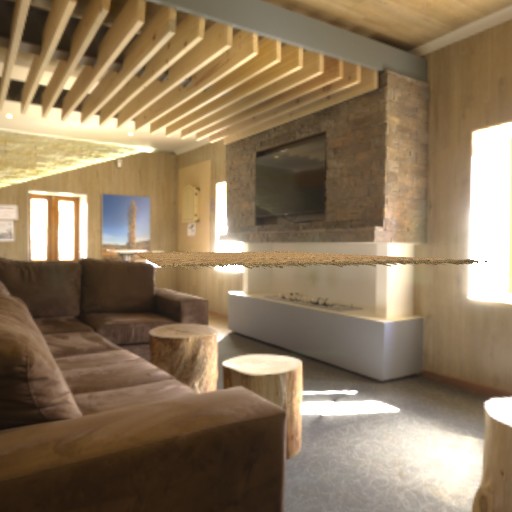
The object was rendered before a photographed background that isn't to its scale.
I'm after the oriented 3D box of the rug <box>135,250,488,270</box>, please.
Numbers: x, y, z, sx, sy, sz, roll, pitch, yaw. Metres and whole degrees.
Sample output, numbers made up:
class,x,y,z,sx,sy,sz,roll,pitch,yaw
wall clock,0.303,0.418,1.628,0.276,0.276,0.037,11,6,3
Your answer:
class,x,y,z,sx,sy,sz,roll,pitch,yaw
rug,0.000,0.000,2.443,1.224,0.028,2.023,-1,2,-17
